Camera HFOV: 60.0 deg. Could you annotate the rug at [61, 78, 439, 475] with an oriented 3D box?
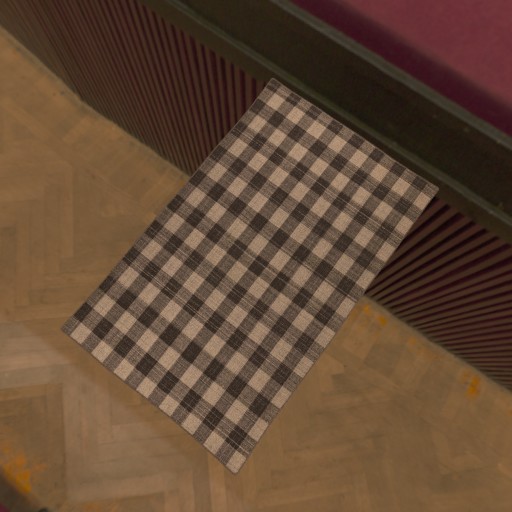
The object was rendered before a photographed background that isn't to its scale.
[{"bbox_3d":[0.000,0.000,3.181,1.554,0.011,2.476,36,79,8],"label":"rug"}]
